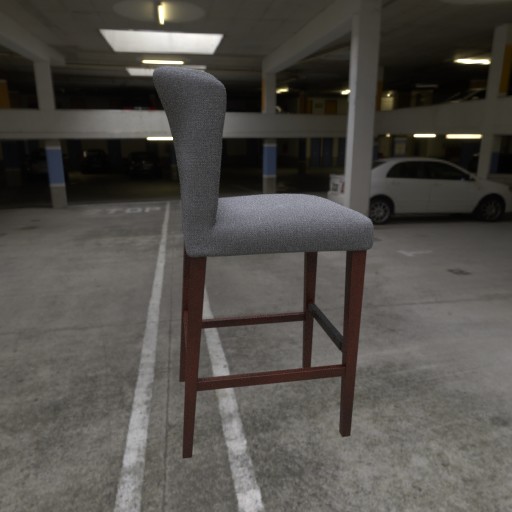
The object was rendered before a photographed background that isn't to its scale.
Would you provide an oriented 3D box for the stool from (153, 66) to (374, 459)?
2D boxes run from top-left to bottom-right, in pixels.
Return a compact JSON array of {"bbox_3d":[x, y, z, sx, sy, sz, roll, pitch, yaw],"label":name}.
[{"bbox_3d":[0.000,0.000,1.385,0.568,1.069,0.486,-3,16,-10],"label":"stool"}]
